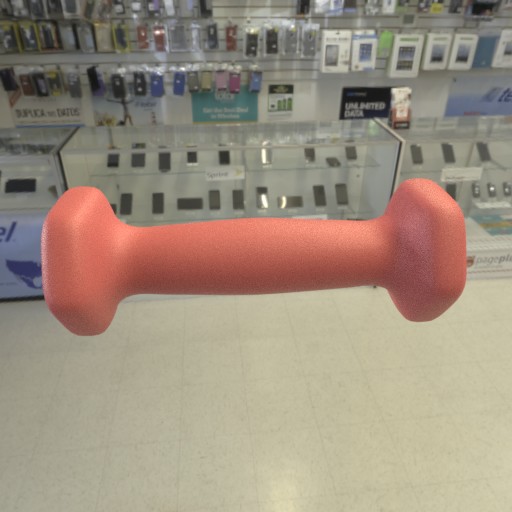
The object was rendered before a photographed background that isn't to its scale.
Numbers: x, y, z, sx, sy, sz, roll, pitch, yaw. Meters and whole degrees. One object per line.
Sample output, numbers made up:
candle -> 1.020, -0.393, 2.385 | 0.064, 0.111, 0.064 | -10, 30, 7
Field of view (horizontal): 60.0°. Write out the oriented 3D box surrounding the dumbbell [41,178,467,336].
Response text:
dumbbell -> 0.000, 0.000, 0.141 | 0.123, 0.043, 0.047 | -2, 32, -3
